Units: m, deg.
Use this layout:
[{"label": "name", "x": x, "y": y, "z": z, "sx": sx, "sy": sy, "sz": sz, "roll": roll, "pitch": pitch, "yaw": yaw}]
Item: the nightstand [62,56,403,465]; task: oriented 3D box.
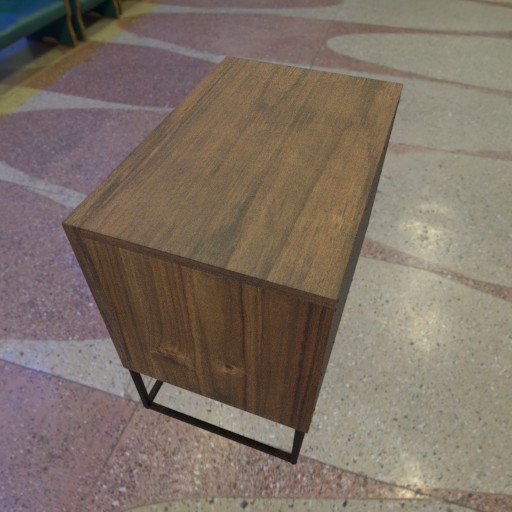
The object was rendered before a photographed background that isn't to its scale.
[{"label": "nightstand", "x": 0.000, "y": 0.000, "z": 1.008, "sx": 0.437, "sy": 0.610, "sz": 0.610, "roll": 15, "pitch": 49, "yaw": 14}]
